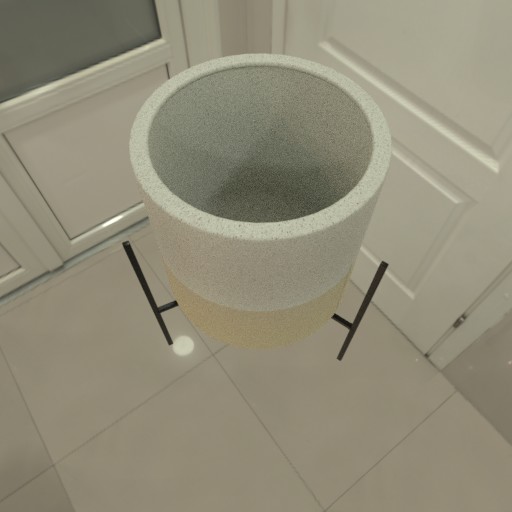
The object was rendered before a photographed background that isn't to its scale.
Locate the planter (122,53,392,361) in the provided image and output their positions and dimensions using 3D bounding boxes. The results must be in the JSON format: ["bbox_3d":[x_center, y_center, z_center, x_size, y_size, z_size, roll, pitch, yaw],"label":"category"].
[{"bbox_3d":[0.000,0.000,0.541,0.267,0.362,0.263,-32,63,-18],"label":"planter"}]
